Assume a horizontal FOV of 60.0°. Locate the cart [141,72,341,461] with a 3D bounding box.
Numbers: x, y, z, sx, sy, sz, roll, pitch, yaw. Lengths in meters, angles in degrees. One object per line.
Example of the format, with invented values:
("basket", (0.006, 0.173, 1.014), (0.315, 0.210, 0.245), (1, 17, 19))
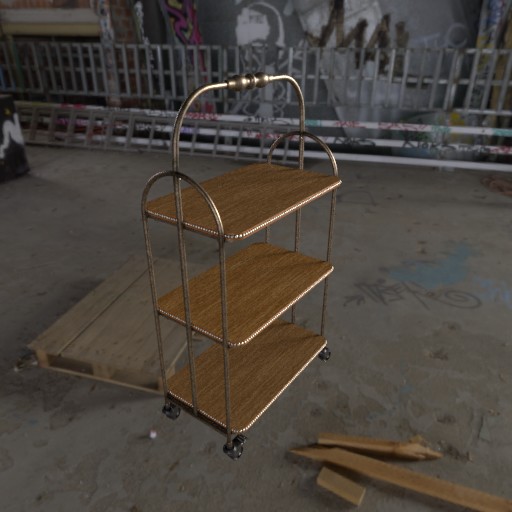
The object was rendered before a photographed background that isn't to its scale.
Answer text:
("cart", (0.000, 0.000, 1.371), (0.330, 1.052, 0.650), (18, 32, 32))
